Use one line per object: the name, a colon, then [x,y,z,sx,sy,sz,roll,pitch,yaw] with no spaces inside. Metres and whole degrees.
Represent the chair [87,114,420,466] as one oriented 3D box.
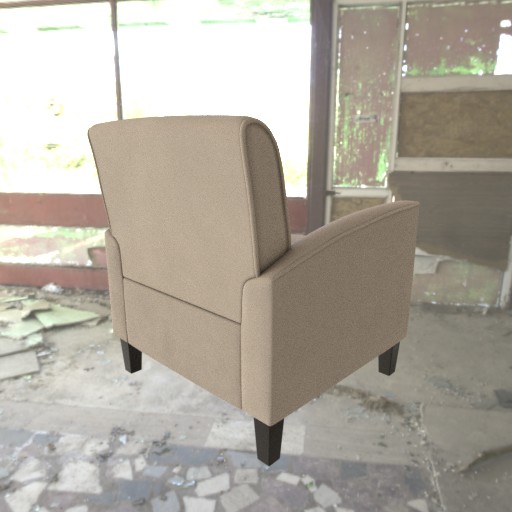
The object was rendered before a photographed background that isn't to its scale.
chair: [0.000,0.000,1.564,0.820,0.915,0.820,14,20,42]
